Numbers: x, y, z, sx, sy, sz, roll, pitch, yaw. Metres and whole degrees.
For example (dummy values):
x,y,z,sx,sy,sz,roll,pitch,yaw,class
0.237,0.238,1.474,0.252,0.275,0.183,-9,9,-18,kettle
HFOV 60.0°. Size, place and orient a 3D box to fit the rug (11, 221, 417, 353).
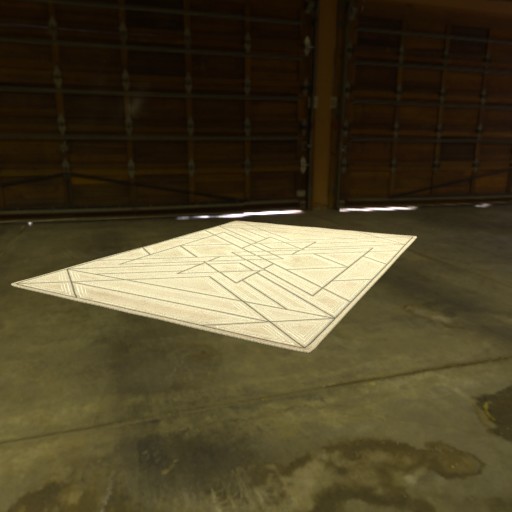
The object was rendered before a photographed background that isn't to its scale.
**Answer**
x,y,z,sx,sy,sz,roll,pitch,yaw,class
0.000,0.000,4.238,2.436,0.026,3.381,7,16,27,rug
